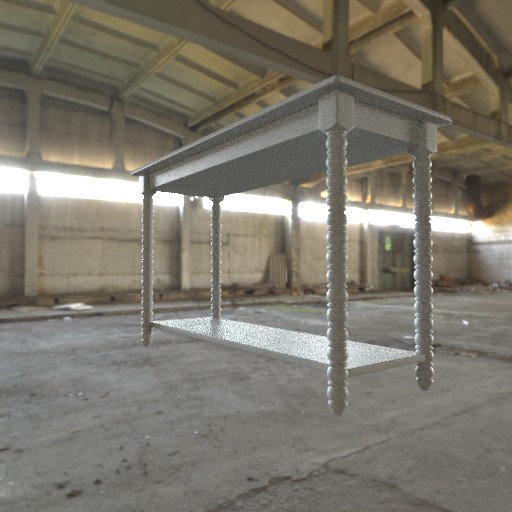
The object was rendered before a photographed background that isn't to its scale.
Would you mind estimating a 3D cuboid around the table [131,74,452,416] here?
[{"bbox_3d":[0.000,0.000,1.531,0.459,0.740,1.184,1,-2,-37],"label":"table"}]
